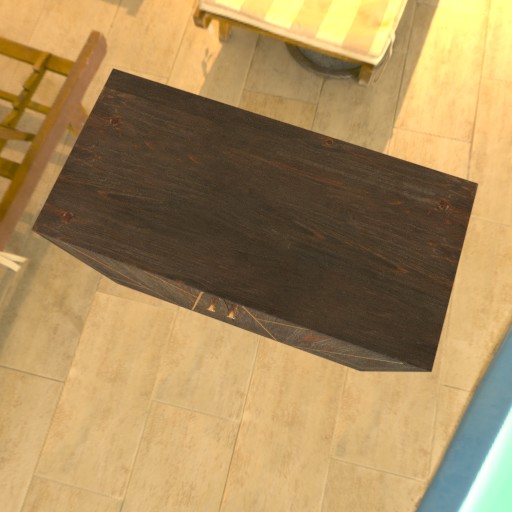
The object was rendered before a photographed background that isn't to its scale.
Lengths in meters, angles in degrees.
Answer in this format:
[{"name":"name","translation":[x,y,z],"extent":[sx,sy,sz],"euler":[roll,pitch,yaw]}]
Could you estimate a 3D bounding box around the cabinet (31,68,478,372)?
[{"name":"cabinet","translation":[0.000,0.000,1.549],"extent":[1.023,0.897,0.529],"euler":[19,76,5]}]
